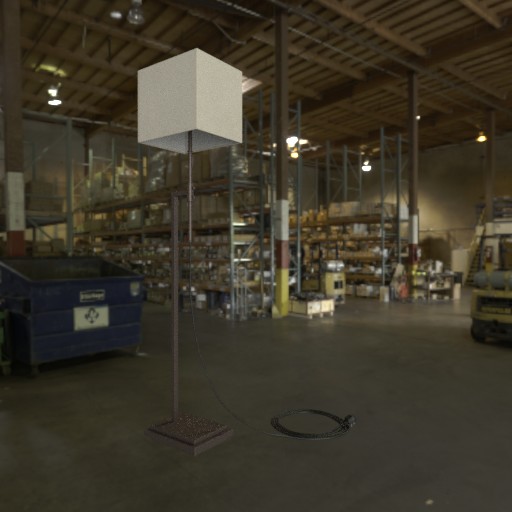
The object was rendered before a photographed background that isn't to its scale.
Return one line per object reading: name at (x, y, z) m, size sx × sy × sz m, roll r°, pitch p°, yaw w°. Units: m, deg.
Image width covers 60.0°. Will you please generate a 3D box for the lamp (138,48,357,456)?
lamp at (0.000, 0.000, 2.018) m, size 0.698 × 1.600 × 0.774 m, roll 0°, pitch 0°, yaw 37°
